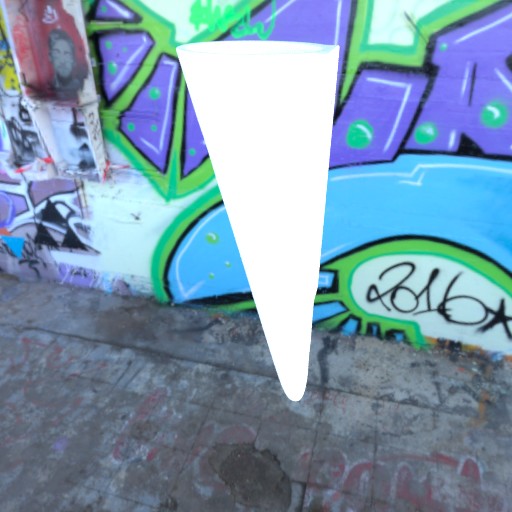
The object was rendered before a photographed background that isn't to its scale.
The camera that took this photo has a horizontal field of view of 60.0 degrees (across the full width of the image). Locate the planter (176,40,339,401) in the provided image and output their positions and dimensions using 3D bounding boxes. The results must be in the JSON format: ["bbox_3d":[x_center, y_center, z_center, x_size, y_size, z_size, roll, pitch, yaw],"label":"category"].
[{"bbox_3d":[0.000,0.000,0.225,0.064,0.193,0.057,8,31,13],"label":"planter"}]
